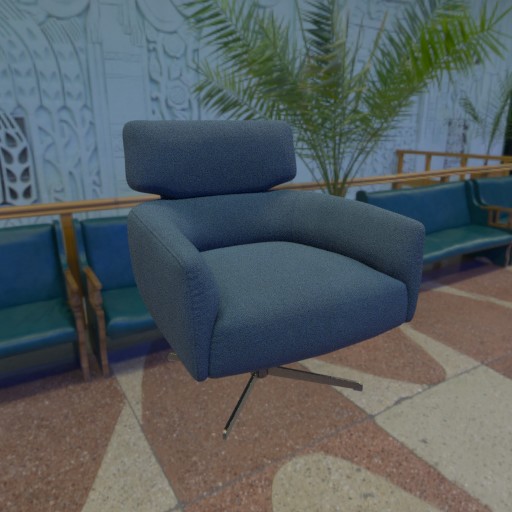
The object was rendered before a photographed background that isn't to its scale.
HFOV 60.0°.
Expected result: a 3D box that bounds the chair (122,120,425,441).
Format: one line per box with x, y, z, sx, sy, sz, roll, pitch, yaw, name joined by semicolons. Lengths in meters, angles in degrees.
0.000;0.000;1.381;0.738;0.813;0.761;-9;19;-27;chair
